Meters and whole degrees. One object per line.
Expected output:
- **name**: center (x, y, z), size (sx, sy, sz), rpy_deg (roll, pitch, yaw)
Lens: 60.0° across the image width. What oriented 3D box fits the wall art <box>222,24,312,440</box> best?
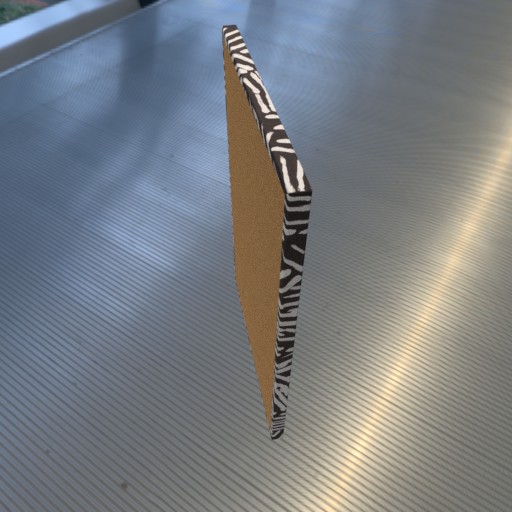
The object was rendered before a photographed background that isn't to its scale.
- **wall art**: center (0.000, 0.000, 1.154), size (0.035, 0.918, 0.615), rpy_deg (-9, 48, -8)
